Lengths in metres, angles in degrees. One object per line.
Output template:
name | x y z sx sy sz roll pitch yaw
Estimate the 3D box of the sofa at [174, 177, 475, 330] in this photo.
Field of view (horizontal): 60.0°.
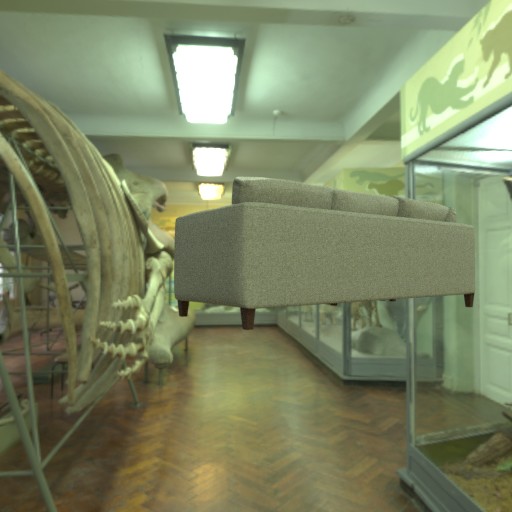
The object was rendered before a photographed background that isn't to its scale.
sofa | 0.000 0.000 4.581 2.593 0.947 3.302 1 -2 -36
